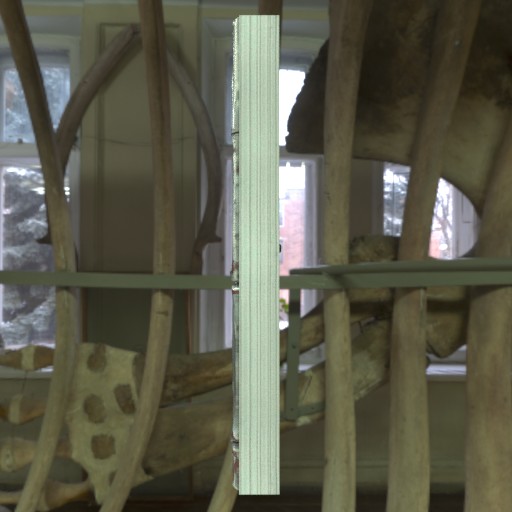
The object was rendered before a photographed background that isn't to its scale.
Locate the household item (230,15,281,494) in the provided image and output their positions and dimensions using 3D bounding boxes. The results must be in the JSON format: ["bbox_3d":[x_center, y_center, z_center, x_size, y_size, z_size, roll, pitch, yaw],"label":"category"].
[{"bbox_3d":[0.000,0.000,0.282,0.025,0.216,0.165,0,-1,0],"label":"household item"}]
